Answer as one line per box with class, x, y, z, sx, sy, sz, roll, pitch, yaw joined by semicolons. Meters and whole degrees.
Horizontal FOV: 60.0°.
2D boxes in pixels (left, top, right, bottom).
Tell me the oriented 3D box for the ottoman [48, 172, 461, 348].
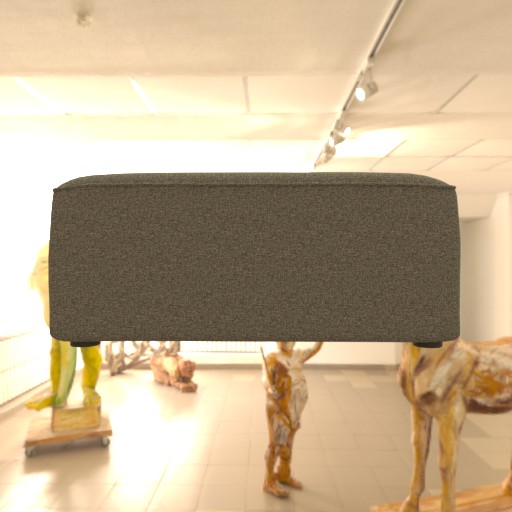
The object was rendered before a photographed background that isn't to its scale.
ottoman;0.000;0.000;1.566;1.015;0.464;1.005;0;-1;1
